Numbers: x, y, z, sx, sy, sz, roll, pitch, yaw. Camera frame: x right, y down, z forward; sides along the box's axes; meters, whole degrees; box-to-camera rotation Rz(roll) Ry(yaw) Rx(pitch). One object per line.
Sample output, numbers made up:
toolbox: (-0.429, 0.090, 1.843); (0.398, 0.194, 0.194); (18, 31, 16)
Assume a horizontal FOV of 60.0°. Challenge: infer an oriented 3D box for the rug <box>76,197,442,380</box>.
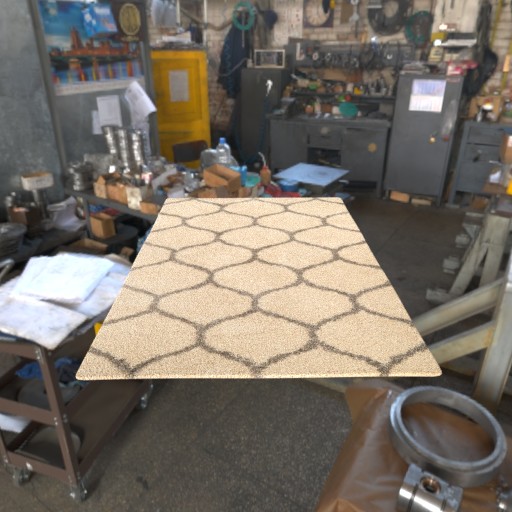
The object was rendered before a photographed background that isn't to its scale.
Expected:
rug: (0.000, 0.000, 3.372); (1.801, 0.026, 2.701); (0, 26, -1)
